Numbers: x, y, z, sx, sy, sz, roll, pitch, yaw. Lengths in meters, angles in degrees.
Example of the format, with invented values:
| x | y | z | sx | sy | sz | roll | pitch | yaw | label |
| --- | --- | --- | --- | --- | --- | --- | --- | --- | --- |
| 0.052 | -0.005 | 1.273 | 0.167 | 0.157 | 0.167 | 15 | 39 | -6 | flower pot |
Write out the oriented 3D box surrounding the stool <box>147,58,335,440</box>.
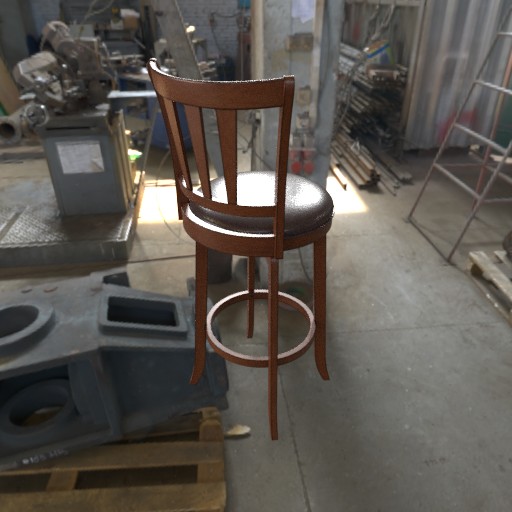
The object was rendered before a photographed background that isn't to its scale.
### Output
| x | y | z | sx | sy | sz | roll | pitch | yaw | label |
| --- | --- | --- | --- | --- | --- | --- | --- | --- | --- |
| 0.000 | 0.000 | 1.439 | 0.464 | 1.177 | 0.503 | 22 | 37 | 32 | stool |
